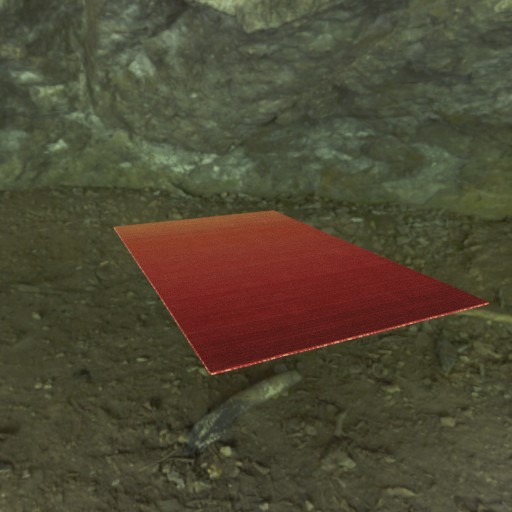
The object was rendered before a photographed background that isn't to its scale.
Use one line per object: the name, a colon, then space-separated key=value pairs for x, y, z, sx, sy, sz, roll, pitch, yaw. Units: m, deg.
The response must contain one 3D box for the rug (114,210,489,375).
rug: x=0.000 y=0.000 z=3.034 sx=1.531 sy=0.010 sz=2.442 roll=-8 pitch=20 yaw=-24
